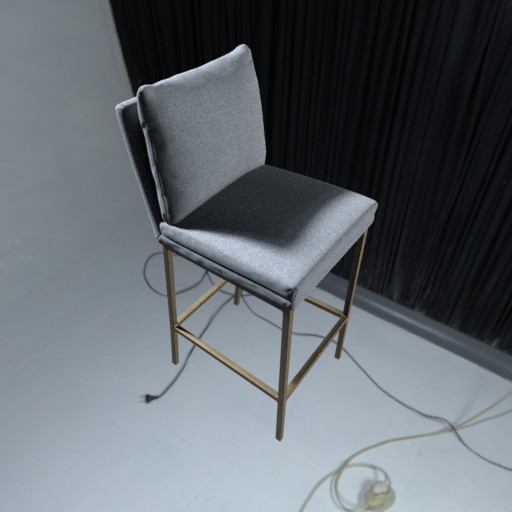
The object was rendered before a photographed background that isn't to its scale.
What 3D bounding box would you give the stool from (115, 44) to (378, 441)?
[{"bbox_3d":[0.000,0.000,1.425,0.569,1.130,0.463,26,47,26],"label":"stool"}]
